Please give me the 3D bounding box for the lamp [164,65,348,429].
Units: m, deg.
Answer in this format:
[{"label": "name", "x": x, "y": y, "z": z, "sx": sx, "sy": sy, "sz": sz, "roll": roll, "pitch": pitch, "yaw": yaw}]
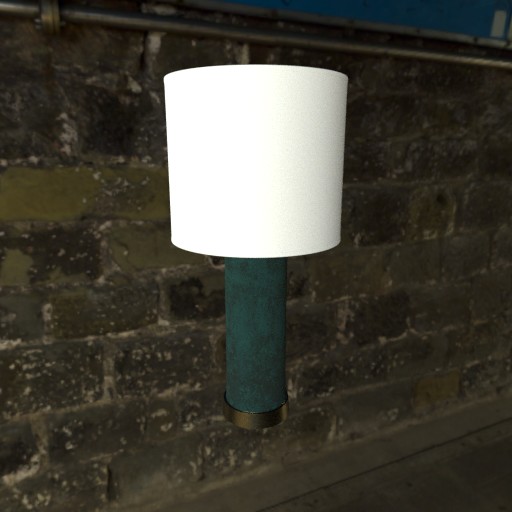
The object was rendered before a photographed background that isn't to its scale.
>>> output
[{"label": "lamp", "x": 0.000, "y": 0.000, "z": 0.811, "sx": 0.301, "sy": 0.630, "sz": 0.301, "roll": -2, "pitch": 14, "yaw": -10}]
